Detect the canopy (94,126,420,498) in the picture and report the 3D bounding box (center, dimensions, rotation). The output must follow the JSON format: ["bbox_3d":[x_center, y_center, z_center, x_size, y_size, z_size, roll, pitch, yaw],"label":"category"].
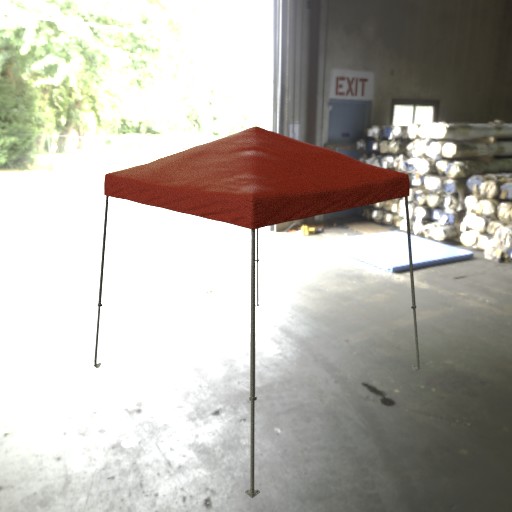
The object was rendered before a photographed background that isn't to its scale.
[{"bbox_3d":[0.000,0.000,5.067,2.849,2.850,2.850,-15,22,-42],"label":"canopy"}]
